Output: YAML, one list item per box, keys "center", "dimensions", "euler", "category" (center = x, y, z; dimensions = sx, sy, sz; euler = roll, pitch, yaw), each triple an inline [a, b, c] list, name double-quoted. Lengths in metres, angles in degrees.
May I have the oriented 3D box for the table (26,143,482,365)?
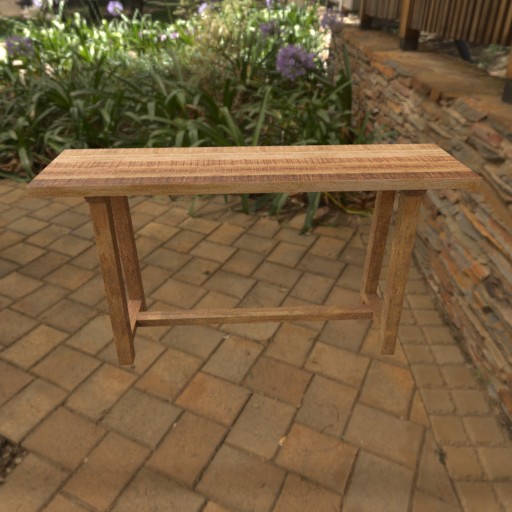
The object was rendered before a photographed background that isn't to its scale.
- center: [0.000, 0.000, 1.858]
  dimensions: [1.524, 0.810, 0.405]
  euler: [-2, 30, -3]
  category: "table"
